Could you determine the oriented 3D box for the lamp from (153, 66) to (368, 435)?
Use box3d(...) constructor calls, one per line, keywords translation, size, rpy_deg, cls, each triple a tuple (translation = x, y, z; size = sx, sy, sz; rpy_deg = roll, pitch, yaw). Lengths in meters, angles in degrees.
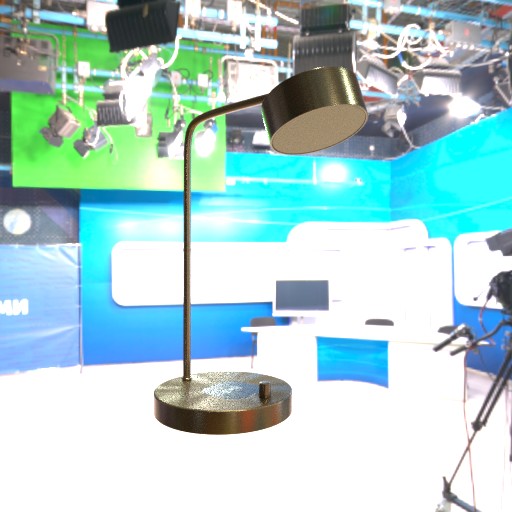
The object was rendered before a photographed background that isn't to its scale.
box3d(translation=(0.000, 0.000, 0.525), size=(0.270, 0.380, 0.171), rpy_deg=(-1, -1, 36), cls="lamp")
